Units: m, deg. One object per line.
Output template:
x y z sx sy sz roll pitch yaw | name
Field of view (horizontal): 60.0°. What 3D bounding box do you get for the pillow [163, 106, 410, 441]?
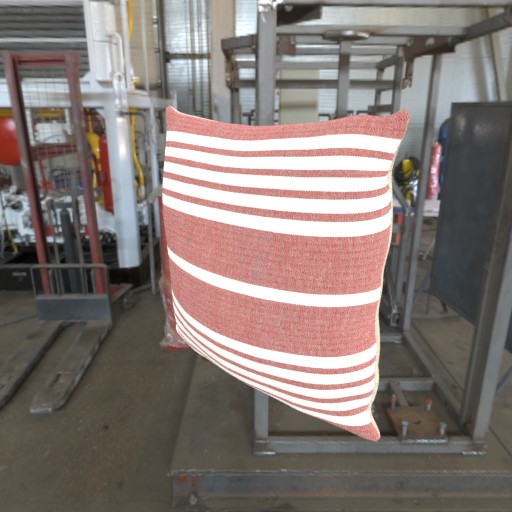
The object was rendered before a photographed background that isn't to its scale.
0.000 0.000 0.660 0.439 0.427 0.182 17 24 42 | pillow
